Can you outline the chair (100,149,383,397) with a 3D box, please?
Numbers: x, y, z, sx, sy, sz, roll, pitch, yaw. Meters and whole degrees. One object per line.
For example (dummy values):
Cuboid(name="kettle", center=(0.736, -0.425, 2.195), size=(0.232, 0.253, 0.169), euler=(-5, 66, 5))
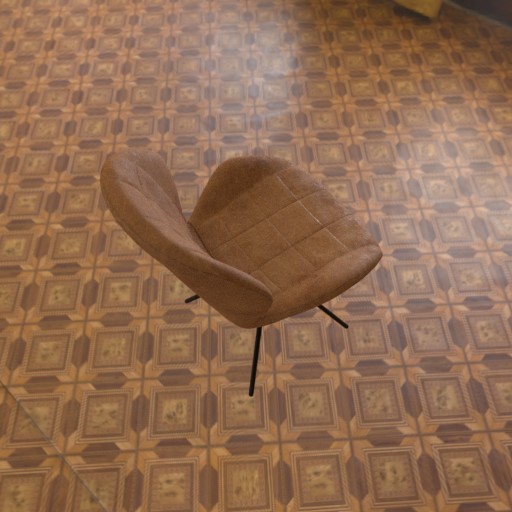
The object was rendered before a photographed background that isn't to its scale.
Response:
Cuboid(name="chair", center=(0.000, 0.000, 1.280), size=(0.640, 0.929, 0.527), euler=(-31, 63, -18))
